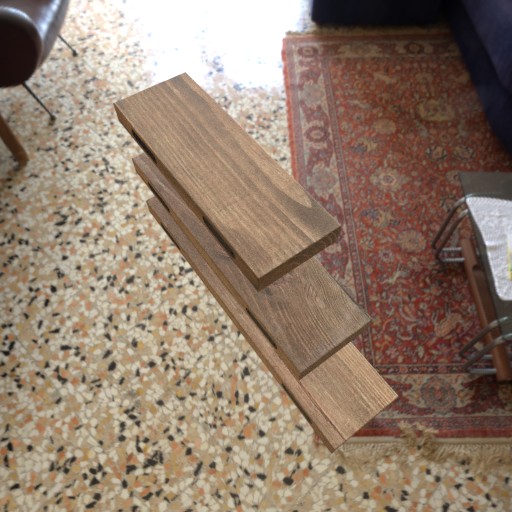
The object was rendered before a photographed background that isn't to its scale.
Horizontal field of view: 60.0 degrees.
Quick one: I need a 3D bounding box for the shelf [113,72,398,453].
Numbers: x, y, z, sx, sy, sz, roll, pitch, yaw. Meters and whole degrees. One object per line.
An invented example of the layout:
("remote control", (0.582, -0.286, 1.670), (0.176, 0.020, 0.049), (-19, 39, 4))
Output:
("shelf", (0.000, 0.000, 0.747), (0.140, 0.293, 0.610), (-32, 64, -18))
